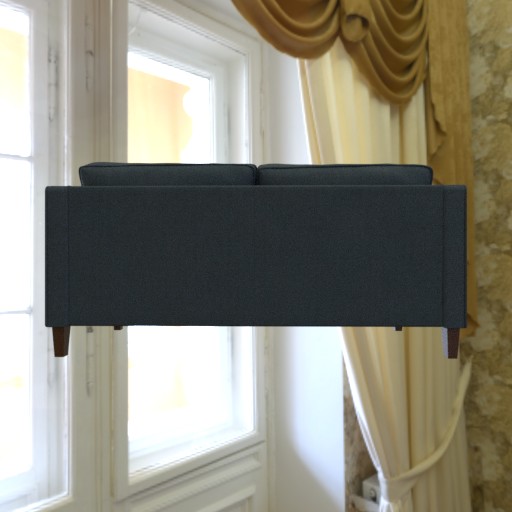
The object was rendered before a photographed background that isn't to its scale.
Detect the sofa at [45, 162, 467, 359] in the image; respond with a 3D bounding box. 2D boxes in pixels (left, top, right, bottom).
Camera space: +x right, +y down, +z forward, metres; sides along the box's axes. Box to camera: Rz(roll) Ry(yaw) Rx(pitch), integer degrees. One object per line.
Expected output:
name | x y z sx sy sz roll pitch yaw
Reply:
sofa | 0.000 0.000 2.801 2.178 1.071 1.066 0 -1 1
